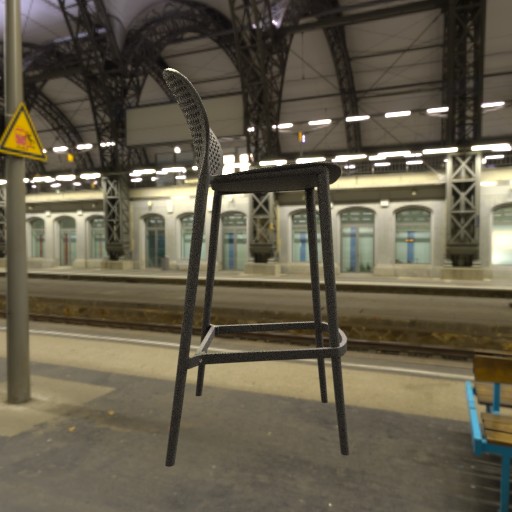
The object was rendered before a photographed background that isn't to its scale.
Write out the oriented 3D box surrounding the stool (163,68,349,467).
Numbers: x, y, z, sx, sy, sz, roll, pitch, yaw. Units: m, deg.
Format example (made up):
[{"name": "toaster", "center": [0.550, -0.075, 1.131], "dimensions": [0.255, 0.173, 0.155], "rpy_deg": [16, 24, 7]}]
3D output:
[{"name": "stool", "center": [0.000, 0.000, 1.359], "dimensions": [0.535, 1.045, 0.536], "rpy_deg": [0, 2, 1]}]
